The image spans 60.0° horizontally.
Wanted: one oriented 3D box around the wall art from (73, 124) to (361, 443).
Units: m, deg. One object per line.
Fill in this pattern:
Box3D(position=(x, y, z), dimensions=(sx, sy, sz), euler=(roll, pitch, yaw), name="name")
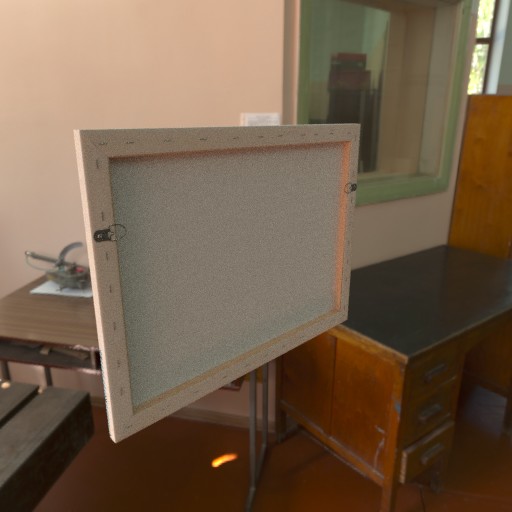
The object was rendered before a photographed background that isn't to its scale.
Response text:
Box3D(position=(0.000, 0.000, 1.619), dimensions=(1.219, 0.912, 0.042), euler=(-17, 24, -42), name="wall art")
